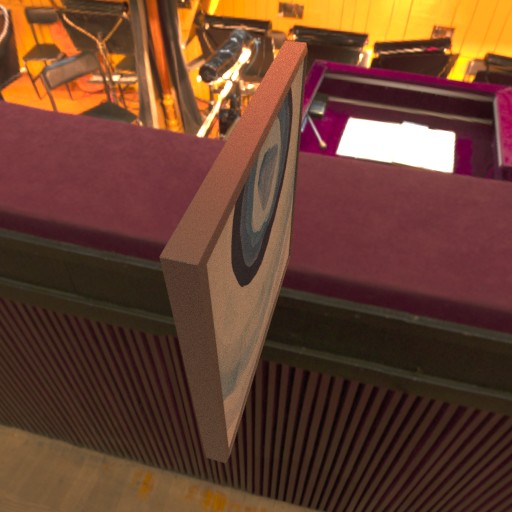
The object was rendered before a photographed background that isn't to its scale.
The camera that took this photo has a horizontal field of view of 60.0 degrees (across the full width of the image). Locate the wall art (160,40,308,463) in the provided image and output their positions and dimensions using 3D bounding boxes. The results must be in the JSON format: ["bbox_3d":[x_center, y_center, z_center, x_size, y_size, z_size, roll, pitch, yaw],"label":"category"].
[{"bbox_3d":[0.000,0.000,0.512,0.028,0.349,0.349,11,48,10],"label":"wall art"}]
